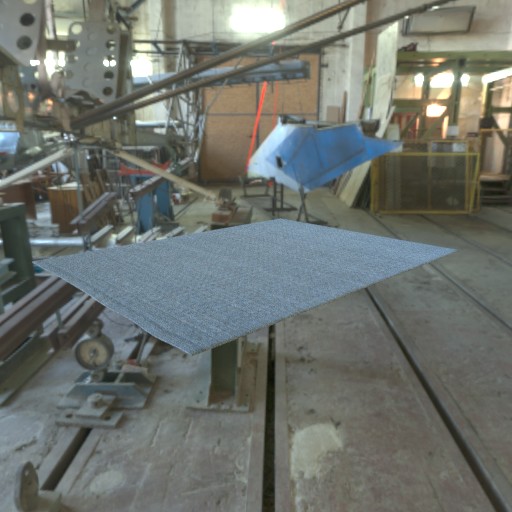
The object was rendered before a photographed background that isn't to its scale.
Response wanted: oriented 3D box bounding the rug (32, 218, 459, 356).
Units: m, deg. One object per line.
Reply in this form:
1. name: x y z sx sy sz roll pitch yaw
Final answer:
1. rug: 0.000 0.000 4.158 3.200 0.007 2.443 -14 20 -41
